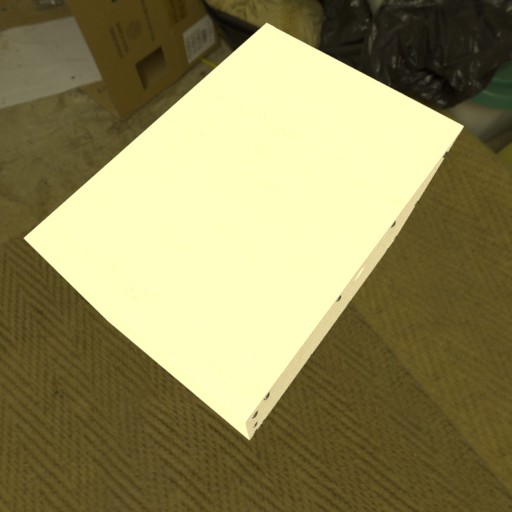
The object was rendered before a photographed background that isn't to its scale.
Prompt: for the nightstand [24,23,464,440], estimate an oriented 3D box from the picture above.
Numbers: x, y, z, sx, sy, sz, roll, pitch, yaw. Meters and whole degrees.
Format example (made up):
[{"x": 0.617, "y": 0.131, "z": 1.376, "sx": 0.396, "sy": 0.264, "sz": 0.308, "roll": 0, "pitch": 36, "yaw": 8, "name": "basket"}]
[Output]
[{"x": 0.000, "y": 0.000, "z": 0.998, "sx": 0.447, "sy": 0.604, "sz": 0.614, "roll": 35, "pitch": 69, "yaw": 15, "name": "nightstand"}]
